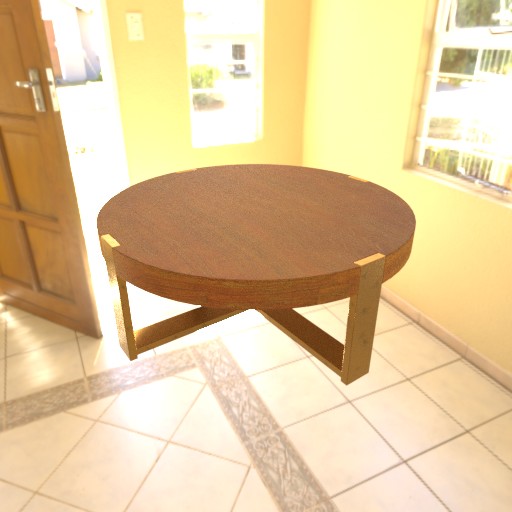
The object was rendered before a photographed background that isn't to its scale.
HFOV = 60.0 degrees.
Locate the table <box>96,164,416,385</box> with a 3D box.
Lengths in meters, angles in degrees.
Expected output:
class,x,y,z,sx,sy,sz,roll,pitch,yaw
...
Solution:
class,x,y,z,sx,sy,sz,roll,pitch,yaw
table,0.000,0.000,1.700,1.100,0.420,1.100,0,27,0
